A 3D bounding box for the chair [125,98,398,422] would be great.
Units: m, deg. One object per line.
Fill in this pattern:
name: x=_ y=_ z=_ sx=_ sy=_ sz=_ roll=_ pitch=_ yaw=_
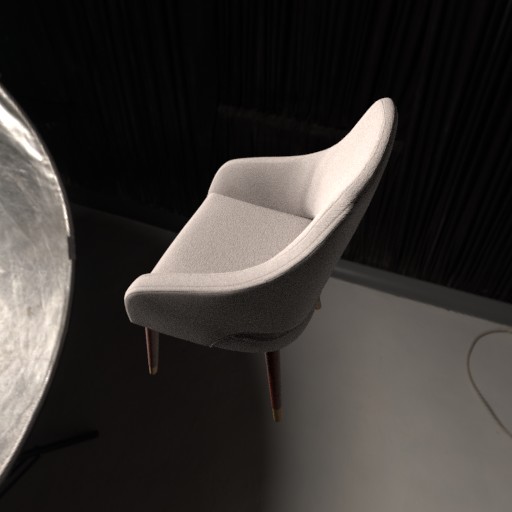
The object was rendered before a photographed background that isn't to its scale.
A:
chair: x=0.000 y=0.000 z=1.290 sx=0.600 sy=0.889 sz=0.609 roll=15 pitch=47 yaw=14
